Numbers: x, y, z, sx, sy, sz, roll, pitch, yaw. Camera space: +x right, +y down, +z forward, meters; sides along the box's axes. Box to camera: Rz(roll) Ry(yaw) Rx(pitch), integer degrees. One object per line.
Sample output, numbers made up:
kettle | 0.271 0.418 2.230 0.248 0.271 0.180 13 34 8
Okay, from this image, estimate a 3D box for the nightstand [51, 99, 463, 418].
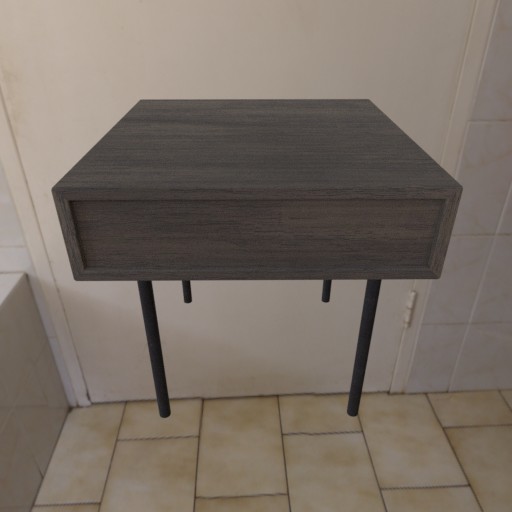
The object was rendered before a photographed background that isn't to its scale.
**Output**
nightstand | 0.000 0.000 0.879 0.502 0.497 0.503 0 31 0
